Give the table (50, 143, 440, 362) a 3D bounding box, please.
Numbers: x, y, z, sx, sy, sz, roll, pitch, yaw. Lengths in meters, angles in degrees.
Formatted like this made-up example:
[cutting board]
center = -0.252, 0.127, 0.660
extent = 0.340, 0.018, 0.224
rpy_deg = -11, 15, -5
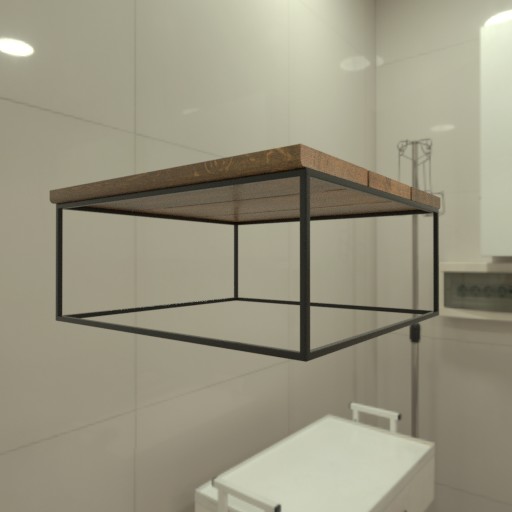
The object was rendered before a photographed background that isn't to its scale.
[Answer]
[table]
center = 0.000, 0.000, 1.434
extent = 0.900, 0.400, 0.900
rpy_deg = 0, -1, 38
